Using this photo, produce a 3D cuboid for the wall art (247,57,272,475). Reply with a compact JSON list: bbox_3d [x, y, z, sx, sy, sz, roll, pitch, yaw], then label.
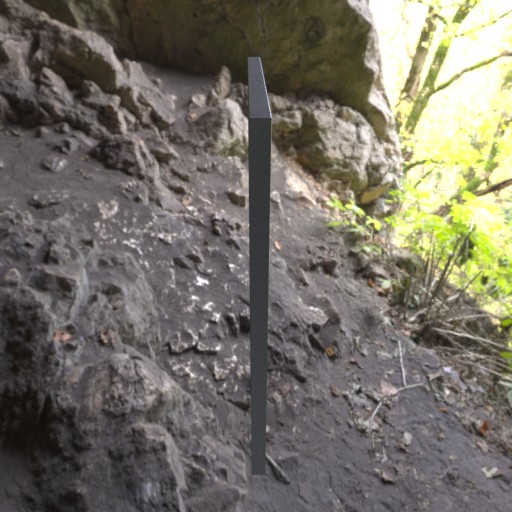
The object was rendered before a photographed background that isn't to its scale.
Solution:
[{"bbox_3d":[0.000,0.000,1.409,0.041,1.062,0.803,-1,31,-1],"label":"wall art"}]
